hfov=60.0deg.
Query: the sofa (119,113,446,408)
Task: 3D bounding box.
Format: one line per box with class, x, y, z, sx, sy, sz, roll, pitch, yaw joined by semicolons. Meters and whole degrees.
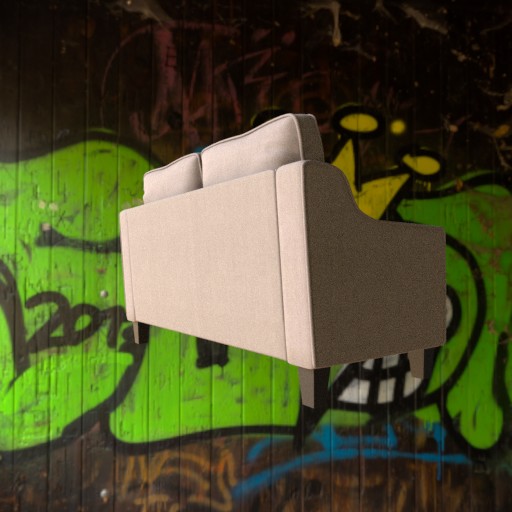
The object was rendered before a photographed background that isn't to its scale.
sofa;0.000;0.000;2.092;0.791;0.948;1.500;1;-2;-37
